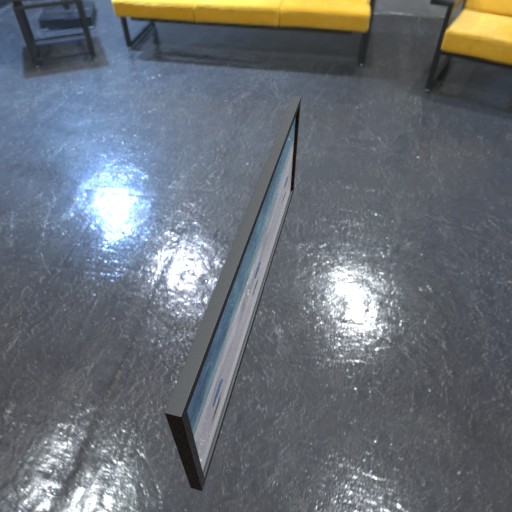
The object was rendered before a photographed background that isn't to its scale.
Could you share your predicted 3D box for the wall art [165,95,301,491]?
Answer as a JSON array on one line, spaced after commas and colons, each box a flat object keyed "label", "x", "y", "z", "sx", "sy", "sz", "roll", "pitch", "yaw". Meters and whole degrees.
[{"label": "wall art", "x": 0.000, "y": 0.000, "z": 1.736, "sx": 0.041, "sy": 0.554, "sz": 1.572, "roll": 10, "pitch": 47, "yaw": 10}]
